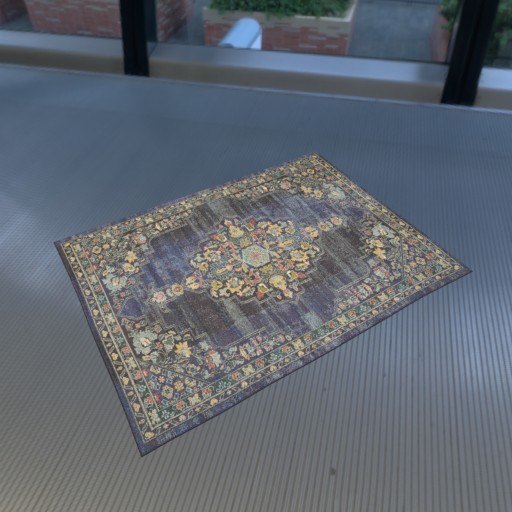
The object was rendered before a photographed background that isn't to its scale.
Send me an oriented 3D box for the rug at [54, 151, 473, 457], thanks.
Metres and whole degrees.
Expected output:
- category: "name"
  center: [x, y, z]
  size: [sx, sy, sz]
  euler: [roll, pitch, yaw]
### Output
- category: "rug"
  center: [0.000, 0.000, 4.737]
  size: [3.612, 0.035, 2.716]
  euler: [-23, 49, -22]
